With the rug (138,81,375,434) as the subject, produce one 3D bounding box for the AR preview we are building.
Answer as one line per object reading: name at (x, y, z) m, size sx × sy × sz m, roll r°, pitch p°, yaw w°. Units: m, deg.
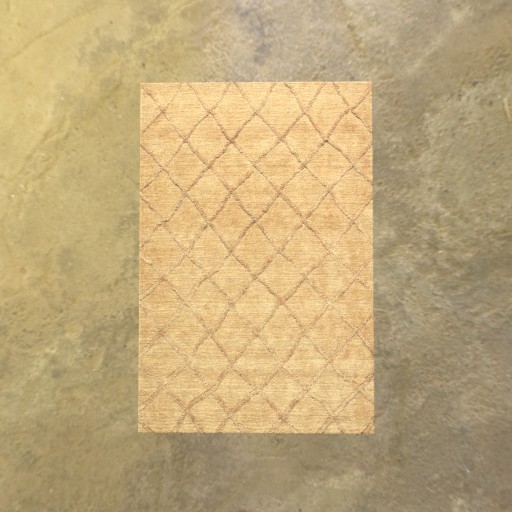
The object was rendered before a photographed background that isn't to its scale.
rug at (0.000, 0.000, 2.896) m, size 1.528 × 0.014 × 2.292 m, roll 0°, pitch 88°, yaw 1°
